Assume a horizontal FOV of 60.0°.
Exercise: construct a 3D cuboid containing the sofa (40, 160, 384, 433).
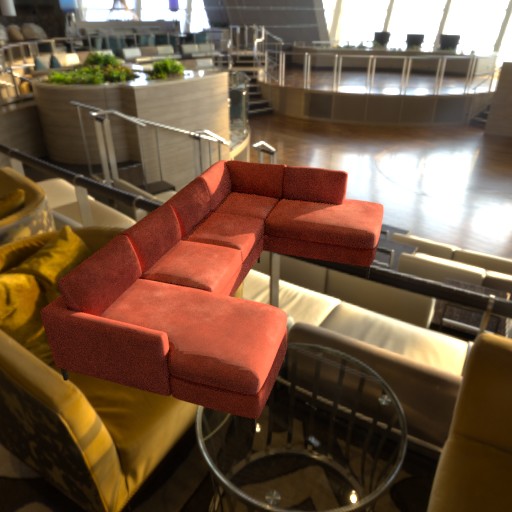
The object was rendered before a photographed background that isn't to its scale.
[{"bbox_3d":[0.000,0.000,3.887,1.981,0.858,2.971,9,30,16],"label":"sofa"}]
